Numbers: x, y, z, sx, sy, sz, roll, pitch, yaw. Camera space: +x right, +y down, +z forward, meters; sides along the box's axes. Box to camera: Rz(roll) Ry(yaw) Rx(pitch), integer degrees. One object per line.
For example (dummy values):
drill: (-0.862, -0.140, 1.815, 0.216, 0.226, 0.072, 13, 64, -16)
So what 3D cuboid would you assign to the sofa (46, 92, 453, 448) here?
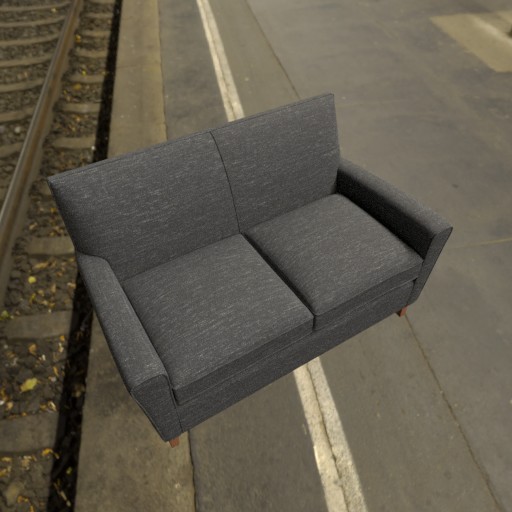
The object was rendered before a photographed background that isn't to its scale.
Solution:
sofa: (0.000, 0.000, 1.963, 1.420, 0.846, 0.875, -24, 51, -21)
